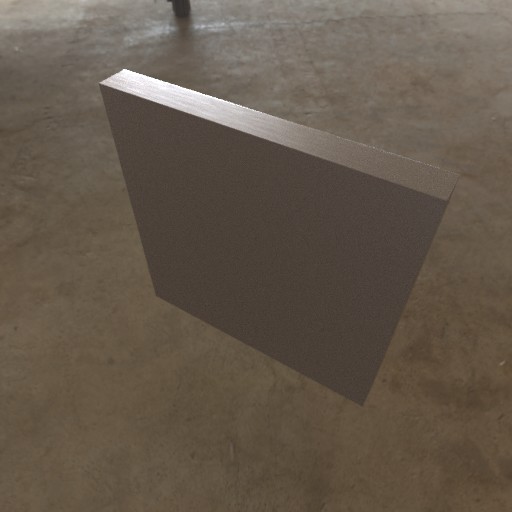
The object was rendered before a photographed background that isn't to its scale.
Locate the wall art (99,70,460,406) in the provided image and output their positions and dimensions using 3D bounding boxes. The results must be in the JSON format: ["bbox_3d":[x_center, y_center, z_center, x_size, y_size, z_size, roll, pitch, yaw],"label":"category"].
[{"bbox_3d":[0.000,0.000,0.524,0.350,0.350,0.038,24,52,21],"label":"wall art"}]
